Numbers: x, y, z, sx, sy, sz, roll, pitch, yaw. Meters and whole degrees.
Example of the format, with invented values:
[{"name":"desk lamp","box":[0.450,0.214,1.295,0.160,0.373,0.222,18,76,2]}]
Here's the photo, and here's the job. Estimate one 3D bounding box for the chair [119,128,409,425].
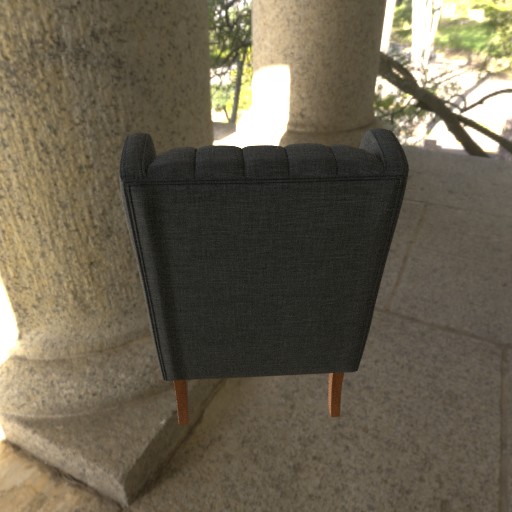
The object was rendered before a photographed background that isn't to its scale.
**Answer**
[{"name":"chair","box":[0.000,0.000,1.488,0.711,0.953,0.775,-2,32,-3]}]
